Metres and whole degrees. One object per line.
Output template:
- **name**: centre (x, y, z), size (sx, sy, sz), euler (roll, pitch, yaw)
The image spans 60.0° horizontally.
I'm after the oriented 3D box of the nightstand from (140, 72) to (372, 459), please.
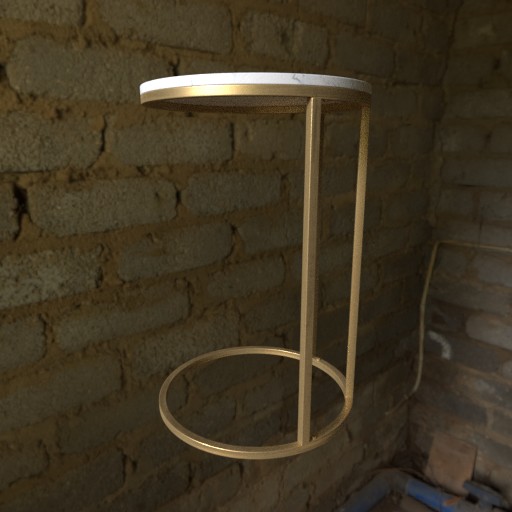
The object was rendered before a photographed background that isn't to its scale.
- **nightstand**: centre (0.000, 0.000, 0.863), size (0.400, 0.610, 0.400), euler (2, 15, 9)
